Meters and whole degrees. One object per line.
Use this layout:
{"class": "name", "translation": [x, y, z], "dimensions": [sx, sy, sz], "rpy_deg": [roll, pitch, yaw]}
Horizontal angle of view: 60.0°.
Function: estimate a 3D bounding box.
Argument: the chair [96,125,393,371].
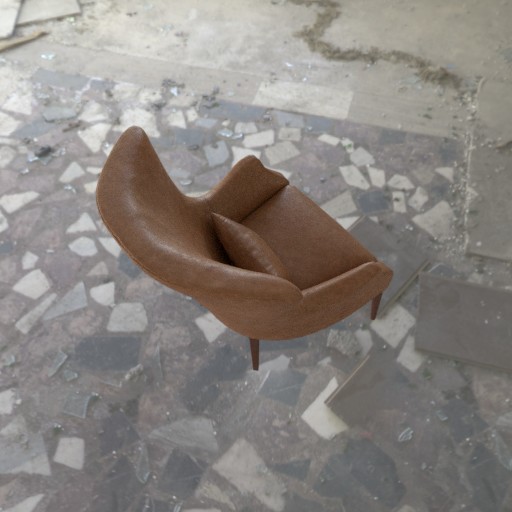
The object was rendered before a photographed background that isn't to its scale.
{"class": "chair", "translation": [0.000, 0.000, 1.781], "dimensions": [0.955, 1.067, 0.846], "rpy_deg": [-34, 63, -20]}
